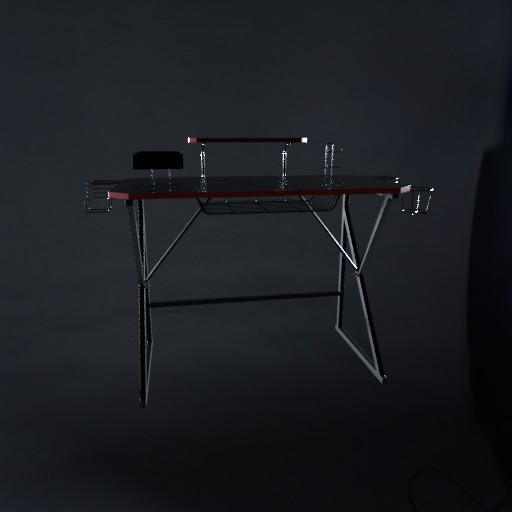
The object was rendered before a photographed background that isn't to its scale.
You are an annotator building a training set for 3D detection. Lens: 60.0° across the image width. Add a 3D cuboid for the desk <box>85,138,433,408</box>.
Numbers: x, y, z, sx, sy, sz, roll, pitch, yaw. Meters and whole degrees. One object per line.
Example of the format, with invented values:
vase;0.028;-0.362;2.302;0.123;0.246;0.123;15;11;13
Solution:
desk;0.000;0.000;1.775;1.280;0.913;0.588;-3;15;-10
